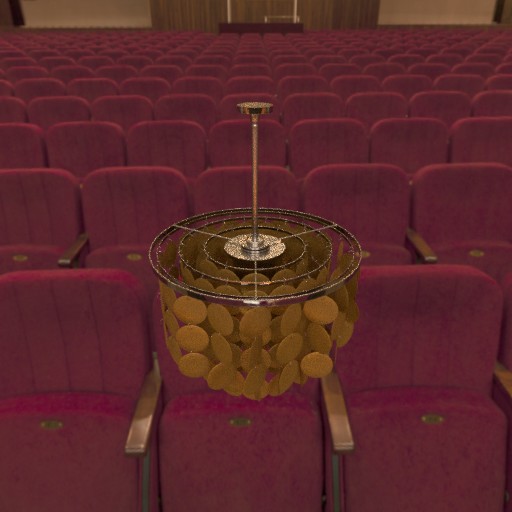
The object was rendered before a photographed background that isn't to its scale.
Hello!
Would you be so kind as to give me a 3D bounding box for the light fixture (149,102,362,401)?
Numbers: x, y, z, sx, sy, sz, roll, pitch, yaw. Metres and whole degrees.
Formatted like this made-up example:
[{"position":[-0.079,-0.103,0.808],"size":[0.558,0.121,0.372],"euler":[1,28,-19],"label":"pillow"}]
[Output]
[{"position":[0.000,0.000,0.758],"size":[0.368,0.492,0.368],"euler":[0,27,0],"label":"light fixture"}]
